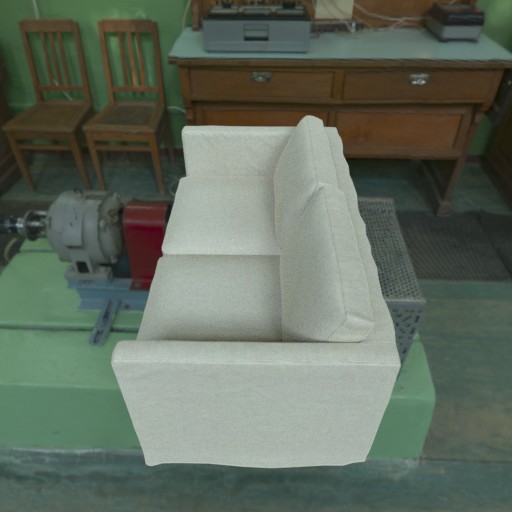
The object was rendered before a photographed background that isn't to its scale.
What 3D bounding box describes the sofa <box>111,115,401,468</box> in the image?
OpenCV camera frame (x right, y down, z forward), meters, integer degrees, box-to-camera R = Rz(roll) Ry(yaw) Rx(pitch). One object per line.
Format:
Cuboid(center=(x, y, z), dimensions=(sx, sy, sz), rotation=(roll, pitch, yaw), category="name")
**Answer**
Cuboid(center=(0.000, 0.000, 2.208), dimensions=(0.962, 0.835, 1.719), rotation=(1, 41, 1), category="sofa")
